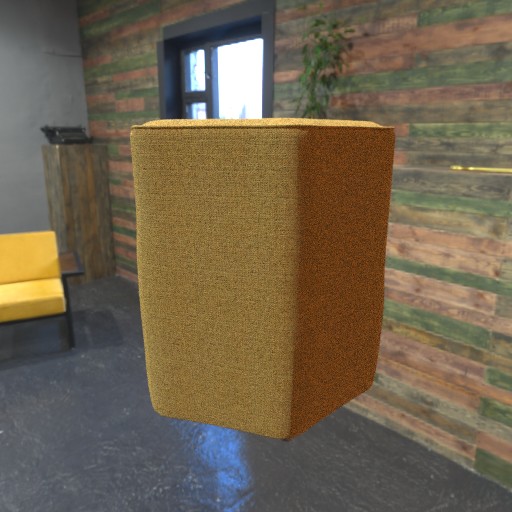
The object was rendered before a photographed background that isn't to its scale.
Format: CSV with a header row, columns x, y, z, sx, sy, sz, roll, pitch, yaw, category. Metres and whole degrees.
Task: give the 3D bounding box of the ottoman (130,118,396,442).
x,y,z,sx,sy,sz,roll,pitch,yaw,category
0.000,0.000,0.869,0.494,0.502,0.443,-14,20,-41,ottoman
